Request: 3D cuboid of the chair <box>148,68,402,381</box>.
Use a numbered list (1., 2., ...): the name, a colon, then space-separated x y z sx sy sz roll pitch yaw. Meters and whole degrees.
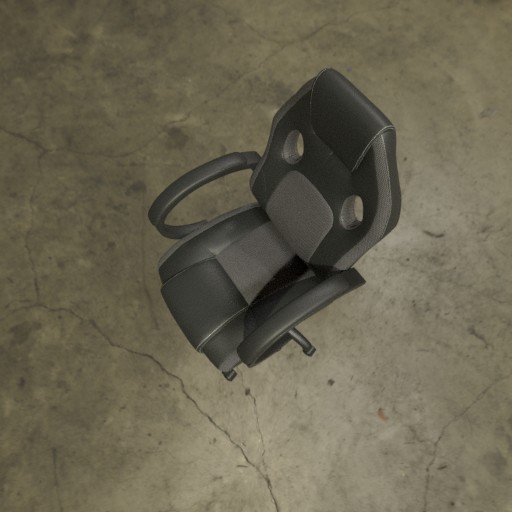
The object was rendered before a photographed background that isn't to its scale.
1. chair: 0.000 0.000 1.619 0.724 1.187 0.673 -31 68 -14
